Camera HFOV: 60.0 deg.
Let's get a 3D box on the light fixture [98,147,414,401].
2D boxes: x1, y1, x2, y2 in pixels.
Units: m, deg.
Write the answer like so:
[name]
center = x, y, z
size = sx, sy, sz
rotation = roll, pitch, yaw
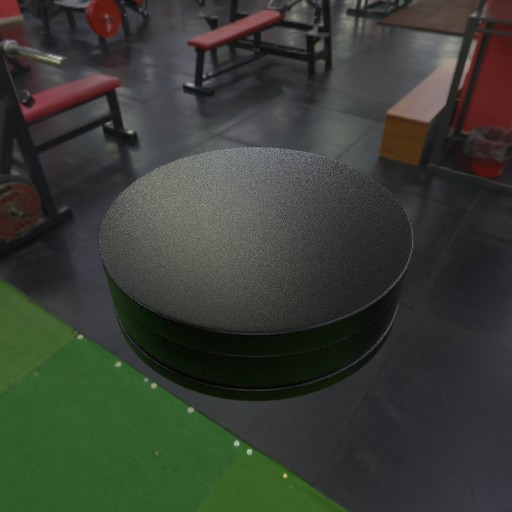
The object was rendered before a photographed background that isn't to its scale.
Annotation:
[light fixture]
center = 0.000, 0.000, 0.438
size = 0.283, 0.097, 0.283
rotation = 0, 40, 0
